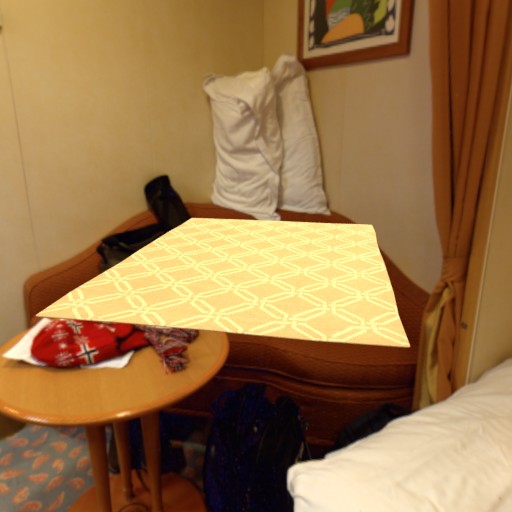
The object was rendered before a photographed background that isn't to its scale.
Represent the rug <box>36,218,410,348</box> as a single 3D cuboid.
[{"bbox_3d":[0.000,0.000,4.352,2.452,0.020,3.365,3,17,10],"label":"rug"}]
